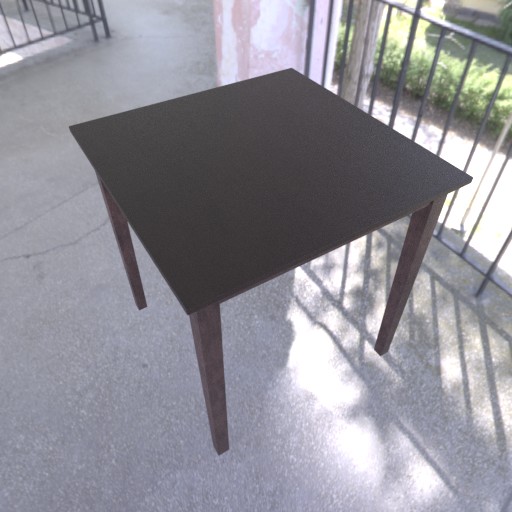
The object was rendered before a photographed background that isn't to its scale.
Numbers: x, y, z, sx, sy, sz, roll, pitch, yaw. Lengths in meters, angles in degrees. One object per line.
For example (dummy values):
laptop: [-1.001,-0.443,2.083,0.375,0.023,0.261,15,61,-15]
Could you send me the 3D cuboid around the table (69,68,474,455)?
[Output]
table: [0.000,0.000,1.406,0.749,0.770,0.749,-24,50,-22]
